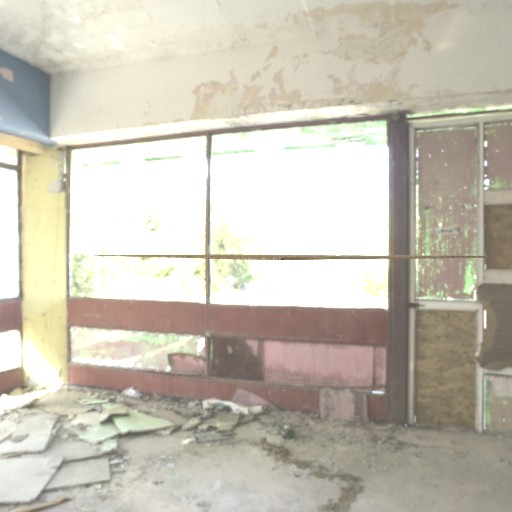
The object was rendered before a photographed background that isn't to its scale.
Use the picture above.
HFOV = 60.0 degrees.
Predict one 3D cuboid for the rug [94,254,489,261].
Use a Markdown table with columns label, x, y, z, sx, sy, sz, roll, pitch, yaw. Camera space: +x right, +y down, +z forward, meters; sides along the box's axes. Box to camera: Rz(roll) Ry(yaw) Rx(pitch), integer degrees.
| label | x | y | z | sx | sy | sz | roll | pitch | yaw |
| --- | --- | --- | --- | --- | --- | --- | --- | --- | --- |
| rug | 0.000 | 0.000 | 3.075 | 1.533 | 0.011 | 2.439 | 0 | 1 | -36 |
